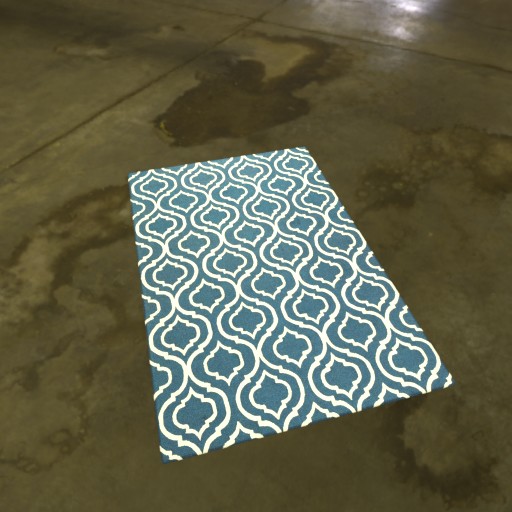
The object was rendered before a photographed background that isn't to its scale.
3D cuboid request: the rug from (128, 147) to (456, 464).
[{"bbox_3d":[0.000,0.000,2.211,1.143,0.010,1.753,-11,47,-10],"label":"rug"}]
